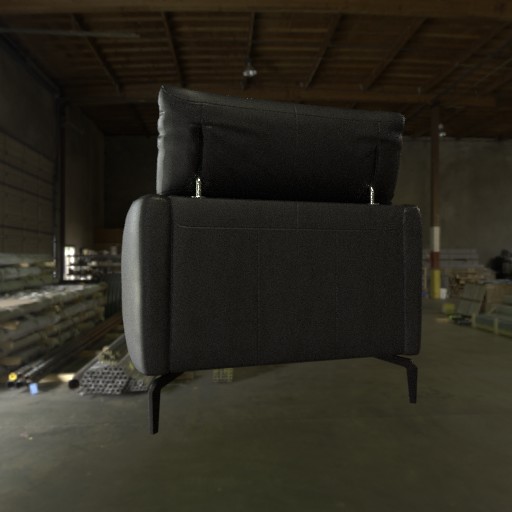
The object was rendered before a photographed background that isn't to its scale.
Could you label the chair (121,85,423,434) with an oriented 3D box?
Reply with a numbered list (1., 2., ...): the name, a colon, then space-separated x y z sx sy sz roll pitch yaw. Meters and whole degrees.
1. chair: 0.000 0.000 1.680 0.976 0.949 0.809 0 0 -17
